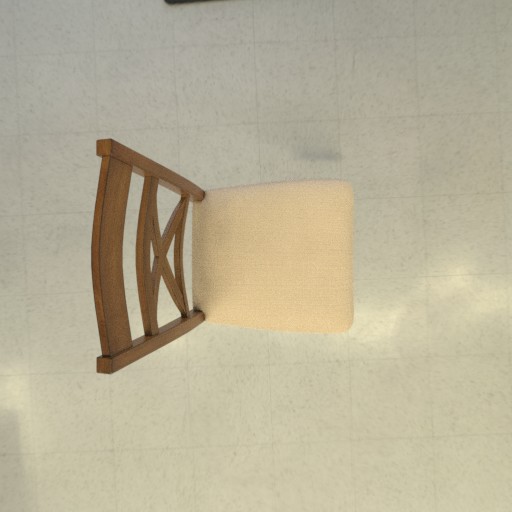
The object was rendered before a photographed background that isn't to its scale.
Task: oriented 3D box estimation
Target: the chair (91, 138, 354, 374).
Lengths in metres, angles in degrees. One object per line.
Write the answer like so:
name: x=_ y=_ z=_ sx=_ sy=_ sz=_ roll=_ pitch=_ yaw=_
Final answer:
chair: x=0.000 y=0.000 z=1.240 sx=0.581 sy=0.949 sz=0.461 roll=0 pitch=90 yaw=0
